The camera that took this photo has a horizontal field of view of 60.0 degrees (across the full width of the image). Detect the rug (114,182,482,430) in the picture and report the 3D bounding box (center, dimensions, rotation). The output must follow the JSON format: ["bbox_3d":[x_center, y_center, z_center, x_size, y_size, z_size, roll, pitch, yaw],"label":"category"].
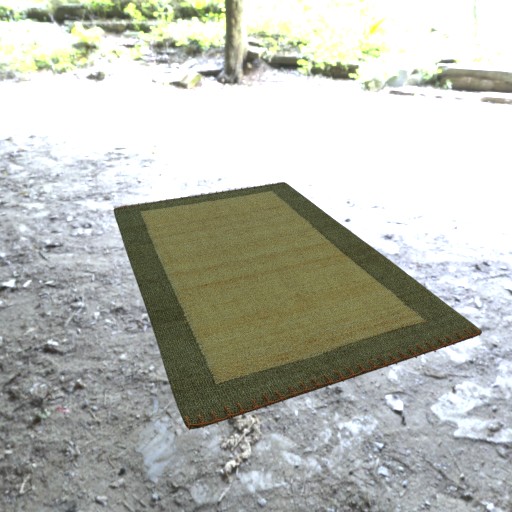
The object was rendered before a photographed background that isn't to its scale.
[{"bbox_3d":[0.000,0.000,2.281,1.220,0.019,1.838,-12,32,-19],"label":"rug"}]
